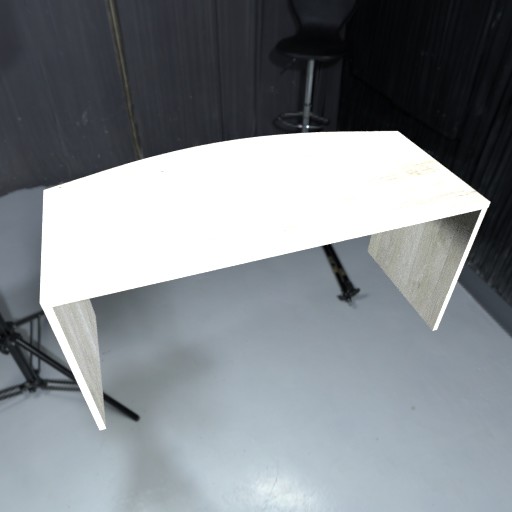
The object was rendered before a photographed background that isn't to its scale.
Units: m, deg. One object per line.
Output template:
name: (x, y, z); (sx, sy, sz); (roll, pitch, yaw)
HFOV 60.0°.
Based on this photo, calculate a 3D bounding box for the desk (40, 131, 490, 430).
desk: (0.000, 0.000, 2.014); (1.600, 0.752, 0.802); (-13, 43, -14)
